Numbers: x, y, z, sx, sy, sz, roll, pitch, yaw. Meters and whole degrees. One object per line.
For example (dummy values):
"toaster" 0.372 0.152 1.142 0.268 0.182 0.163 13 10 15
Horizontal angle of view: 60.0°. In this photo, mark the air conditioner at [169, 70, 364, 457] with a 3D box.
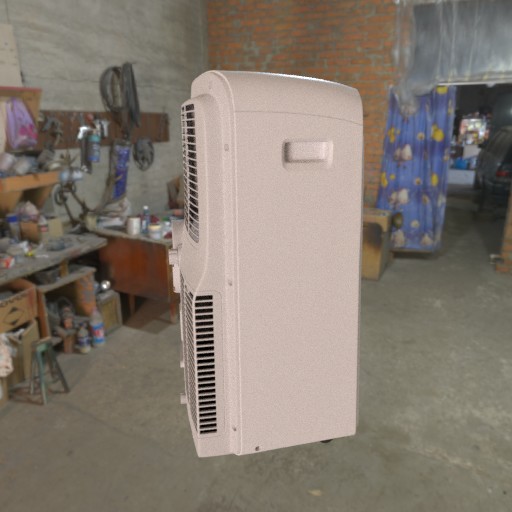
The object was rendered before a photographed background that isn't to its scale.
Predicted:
"air conditioner" 0.000 0.000 0.948 0.365 0.700 0.454 -3 16 -11
